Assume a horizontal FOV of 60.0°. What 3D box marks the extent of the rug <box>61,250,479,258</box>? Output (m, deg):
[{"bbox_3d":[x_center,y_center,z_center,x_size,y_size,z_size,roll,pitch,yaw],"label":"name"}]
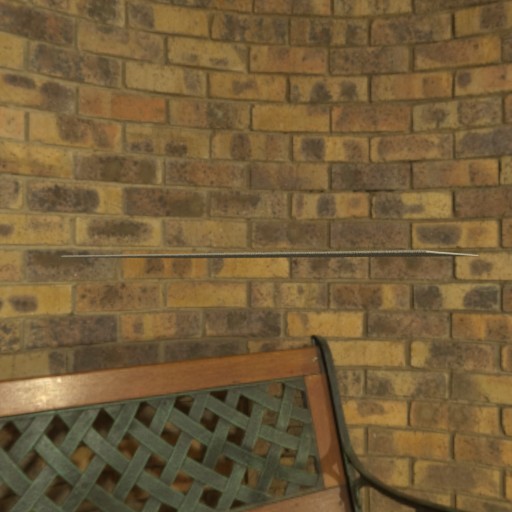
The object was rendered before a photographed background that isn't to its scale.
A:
[{"bbox_3d":[0.000,0.000,3.606,3.048,0.011,1.546,-1,-1,35],"label":"rug"}]
